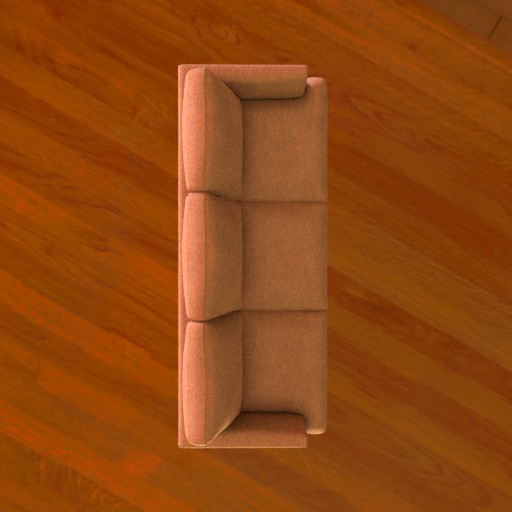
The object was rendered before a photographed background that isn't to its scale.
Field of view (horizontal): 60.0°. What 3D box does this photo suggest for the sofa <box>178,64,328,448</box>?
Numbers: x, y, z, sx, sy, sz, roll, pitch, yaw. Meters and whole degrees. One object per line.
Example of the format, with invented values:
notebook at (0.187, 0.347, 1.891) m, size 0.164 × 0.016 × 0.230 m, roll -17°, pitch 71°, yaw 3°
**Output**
sofa at (0.000, 0.000, 2.759) m, size 0.903 × 0.930 × 2.246 m, roll 0°, pitch 90°, yaw 0°
